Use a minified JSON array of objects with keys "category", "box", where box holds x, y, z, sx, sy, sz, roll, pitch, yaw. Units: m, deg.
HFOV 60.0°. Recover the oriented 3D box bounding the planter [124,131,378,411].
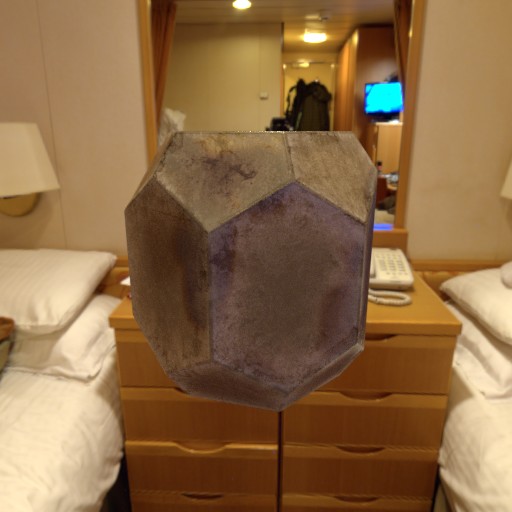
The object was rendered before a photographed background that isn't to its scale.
[{"category":"planter","box":[0.000,0.000,0.439,0.221,0.238,0.243,-15,21,-42]}]
